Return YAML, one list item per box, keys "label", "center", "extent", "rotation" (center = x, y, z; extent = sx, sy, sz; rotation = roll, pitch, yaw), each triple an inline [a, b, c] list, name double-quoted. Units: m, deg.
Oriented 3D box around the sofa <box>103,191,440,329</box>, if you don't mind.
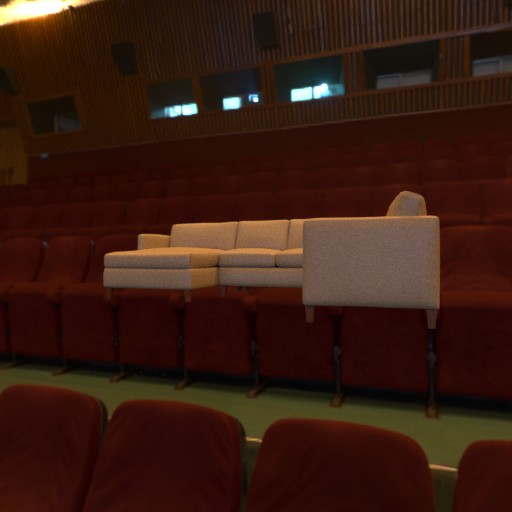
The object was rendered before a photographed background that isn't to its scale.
- label: "sofa"
  center: [0.000, 0.000, 4.662]
  extent: [3.460, 0.961, 2.594]
  rotation: [0, 0, 19]
